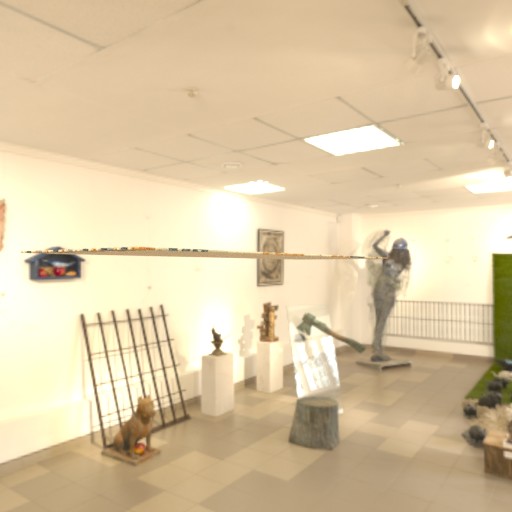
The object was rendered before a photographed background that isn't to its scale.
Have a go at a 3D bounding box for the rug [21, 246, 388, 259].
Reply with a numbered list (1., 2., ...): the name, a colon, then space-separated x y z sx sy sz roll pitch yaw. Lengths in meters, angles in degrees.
1. rug: 0.000 0.000 2.683 0.783 0.010 2.437 -1 -2 36
